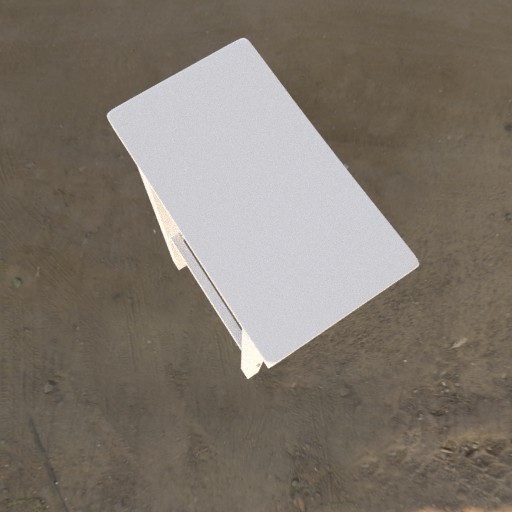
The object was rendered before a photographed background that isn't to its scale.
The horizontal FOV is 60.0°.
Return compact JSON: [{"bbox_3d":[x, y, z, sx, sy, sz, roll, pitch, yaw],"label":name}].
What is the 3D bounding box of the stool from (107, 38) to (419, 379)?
[{"bbox_3d":[0.000,0.000,0.938,0.322,0.742,0.406,-33,78,-8],"label":"stool"}]
